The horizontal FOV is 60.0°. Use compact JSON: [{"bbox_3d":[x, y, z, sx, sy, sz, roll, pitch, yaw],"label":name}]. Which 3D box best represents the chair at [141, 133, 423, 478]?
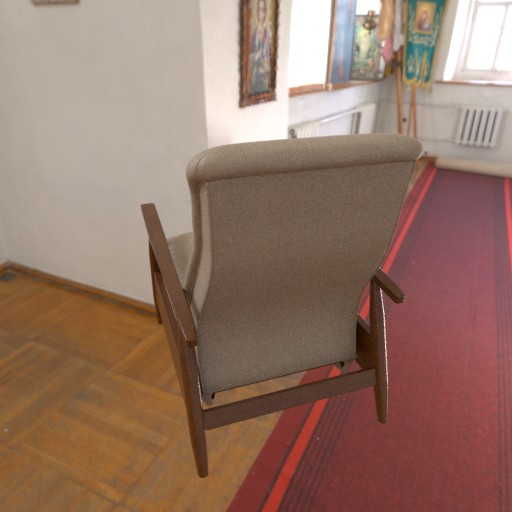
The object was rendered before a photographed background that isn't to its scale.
[{"bbox_3d":[0.000,0.000,1.745,0.762,1.082,1.030,-9,28,-17],"label":"chair"}]
